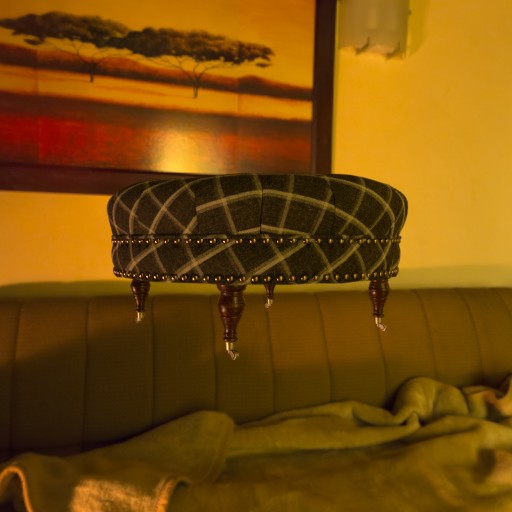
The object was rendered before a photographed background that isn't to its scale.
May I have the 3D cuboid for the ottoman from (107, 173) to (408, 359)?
[{"bbox_3d":[0.000,0.000,1.380,0.901,0.439,0.901,0,2,0],"label":"ottoman"}]
